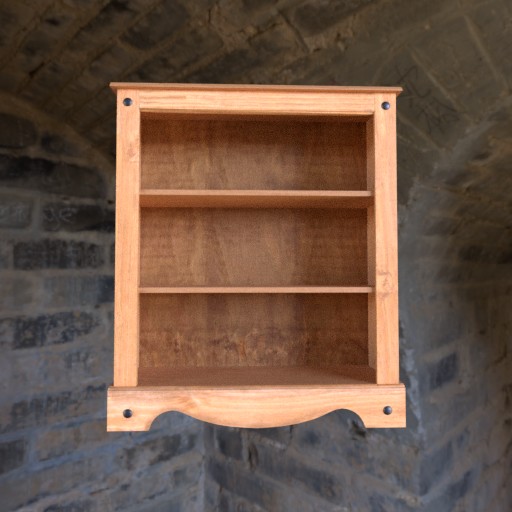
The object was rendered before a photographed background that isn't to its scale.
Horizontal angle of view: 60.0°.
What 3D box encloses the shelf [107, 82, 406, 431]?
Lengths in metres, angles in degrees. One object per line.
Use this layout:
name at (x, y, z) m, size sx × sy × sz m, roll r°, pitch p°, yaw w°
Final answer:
shelf at (0.000, 0.000, 1.398) m, size 0.840 × 0.980 × 0.291 m, roll 0°, pitch -2°, yaw -2°
